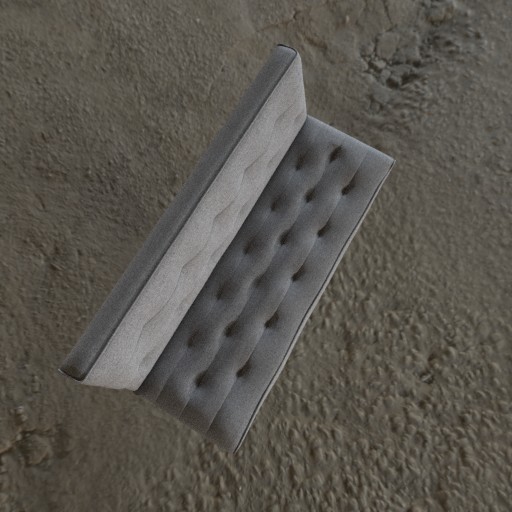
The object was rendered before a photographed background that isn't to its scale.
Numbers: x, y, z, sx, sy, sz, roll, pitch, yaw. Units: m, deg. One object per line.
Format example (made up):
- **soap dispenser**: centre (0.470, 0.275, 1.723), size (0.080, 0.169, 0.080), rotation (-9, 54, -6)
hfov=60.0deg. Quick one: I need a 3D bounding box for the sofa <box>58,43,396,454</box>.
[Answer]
- **sofa**: centre (0.000, 0.000, 2.302), size (0.810, 0.830, 1.820), rotation (30, 77, 7)
